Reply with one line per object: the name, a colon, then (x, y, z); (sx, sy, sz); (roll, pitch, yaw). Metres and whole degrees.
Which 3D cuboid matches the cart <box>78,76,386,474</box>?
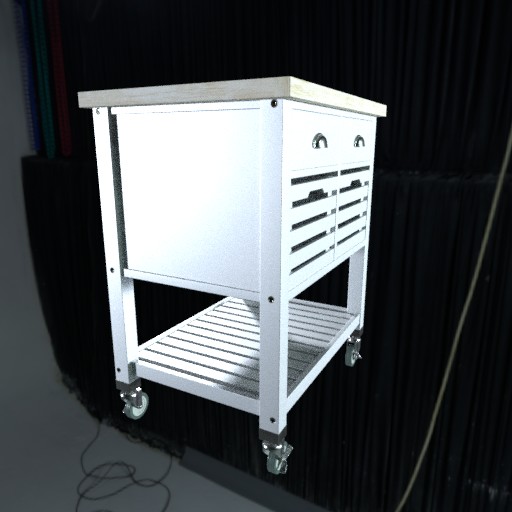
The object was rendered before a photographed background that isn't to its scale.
cart: (0.000, 0.000, 1.371); (0.559, 0.914, 0.762); (8, 16, 28)
